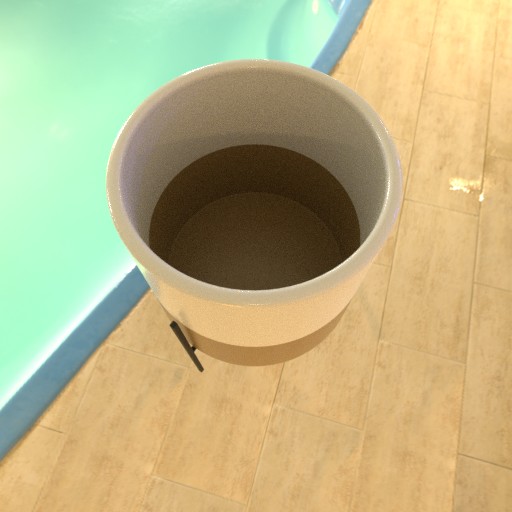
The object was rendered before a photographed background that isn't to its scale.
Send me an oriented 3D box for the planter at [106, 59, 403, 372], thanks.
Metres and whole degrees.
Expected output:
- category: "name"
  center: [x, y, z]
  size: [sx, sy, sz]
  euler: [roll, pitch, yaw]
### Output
- category: "planter"
  center: [0.000, 0.000, 0.641]
  size: [0.310, 0.432, 0.310]
  euler: [20, 67, 9]
